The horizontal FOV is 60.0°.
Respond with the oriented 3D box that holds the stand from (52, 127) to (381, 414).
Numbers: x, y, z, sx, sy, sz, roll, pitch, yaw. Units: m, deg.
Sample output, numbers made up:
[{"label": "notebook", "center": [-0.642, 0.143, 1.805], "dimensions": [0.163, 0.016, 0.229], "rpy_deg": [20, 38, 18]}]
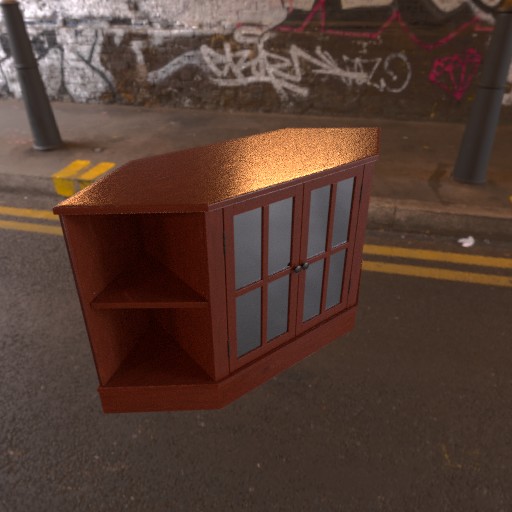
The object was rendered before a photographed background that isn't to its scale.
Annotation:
[{"label": "stand", "center": [0.000, 0.000, 1.350], "dimensions": [1.072, 0.614, 0.381], "rpy_deg": [-22, 36, -33]}]
